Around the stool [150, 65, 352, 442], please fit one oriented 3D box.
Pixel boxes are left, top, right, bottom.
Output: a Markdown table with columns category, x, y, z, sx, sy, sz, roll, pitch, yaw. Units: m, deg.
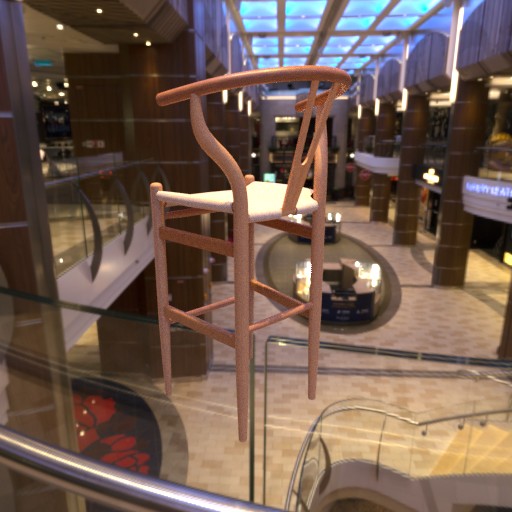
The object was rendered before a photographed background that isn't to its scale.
| category | x | y | z | sx | sy | sz | roll | pitch | yaw |
| --- | --- | --- | --- | --- | --- | --- | --- | --- | --- |
| stool | 0.000 | 0.000 | 1.413 | 0.574 | 1.068 | 0.561 | -14 | 21 | -41 |
